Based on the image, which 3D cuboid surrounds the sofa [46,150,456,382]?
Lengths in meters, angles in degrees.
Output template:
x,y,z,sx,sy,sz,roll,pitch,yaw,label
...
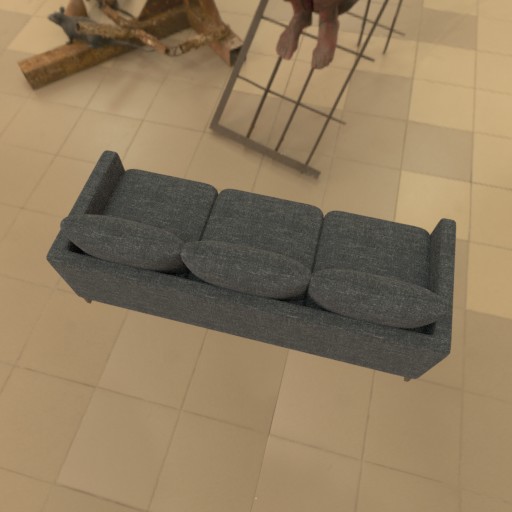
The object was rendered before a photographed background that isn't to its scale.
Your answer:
x,y,z,sx,sy,sz,roll,pitch,yaw,label
0.000,0.000,2.719,2.218,0.874,0.859,13,62,7,sofa
